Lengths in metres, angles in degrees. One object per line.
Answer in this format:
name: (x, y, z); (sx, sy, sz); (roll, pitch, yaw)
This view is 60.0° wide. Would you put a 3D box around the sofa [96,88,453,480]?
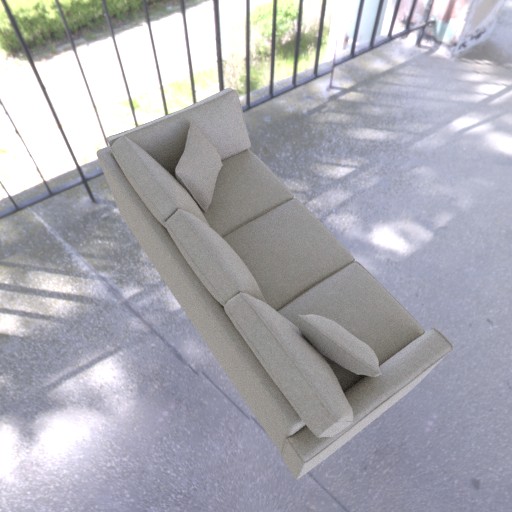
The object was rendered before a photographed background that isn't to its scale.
sofa: (0.000, 0.000, 2.834); (1.061, 0.962, 2.317); (-30, 61, -18)
